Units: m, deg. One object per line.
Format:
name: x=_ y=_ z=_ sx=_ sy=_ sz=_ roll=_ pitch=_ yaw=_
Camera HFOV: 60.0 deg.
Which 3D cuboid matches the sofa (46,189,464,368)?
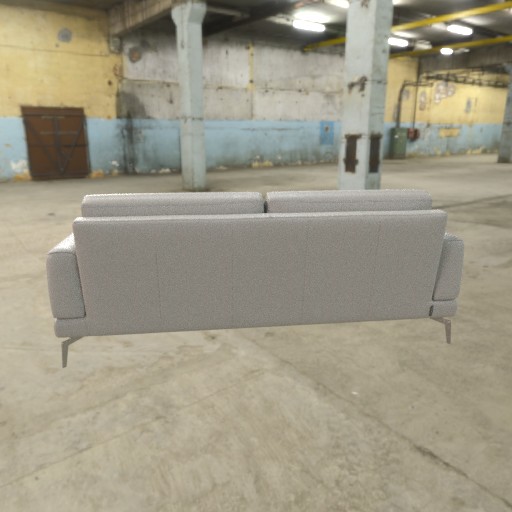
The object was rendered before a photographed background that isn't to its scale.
sofa: x=0.000 y=0.000 z=2.425 sx=1.940 sy=0.765 sz=0.974 roll=-2 pitch=15 yaw=-7
